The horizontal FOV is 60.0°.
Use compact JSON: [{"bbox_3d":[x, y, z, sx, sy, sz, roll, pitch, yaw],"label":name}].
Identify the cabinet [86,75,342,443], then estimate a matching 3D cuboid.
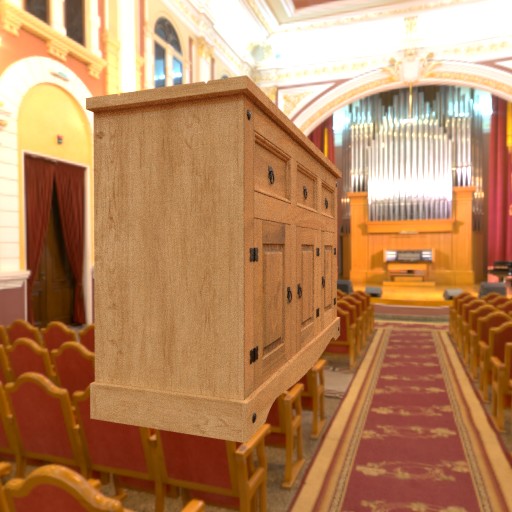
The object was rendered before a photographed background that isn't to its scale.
[{"bbox_3d":[0.000,0.000,1.664,0.432,0.810,1.321,0,1,20],"label":"cabinet"}]
